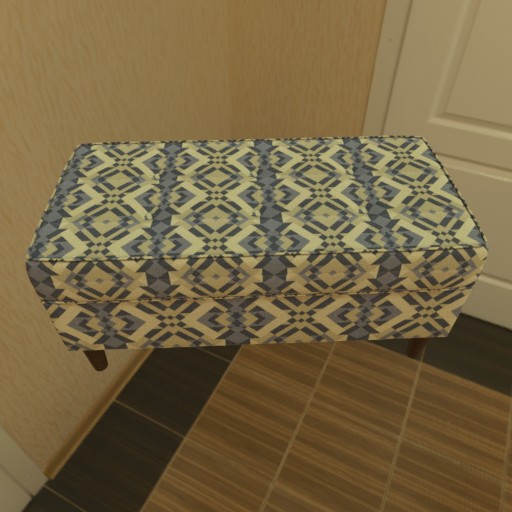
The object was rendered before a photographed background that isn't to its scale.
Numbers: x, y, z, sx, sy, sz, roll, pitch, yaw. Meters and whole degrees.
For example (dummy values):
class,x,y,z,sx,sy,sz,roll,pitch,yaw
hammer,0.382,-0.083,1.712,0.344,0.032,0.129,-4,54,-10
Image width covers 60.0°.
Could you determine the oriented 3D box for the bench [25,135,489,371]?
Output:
class,x,y,z,sx,sy,sz,roll,pitch,yaw
bench,0.000,0.000,1.260,1.016,0.477,0.492,-2,45,-2
